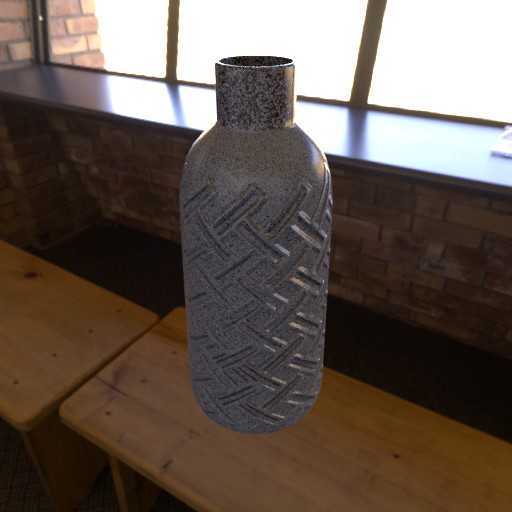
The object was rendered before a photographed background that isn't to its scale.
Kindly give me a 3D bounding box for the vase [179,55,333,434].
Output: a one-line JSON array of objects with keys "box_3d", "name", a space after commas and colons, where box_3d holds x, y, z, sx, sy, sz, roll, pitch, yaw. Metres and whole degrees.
[{"box_3d": [0.000, 0.000, 0.346, 0.122, 0.282, 0.122, 0, 32, 0], "name": "vase"}]
